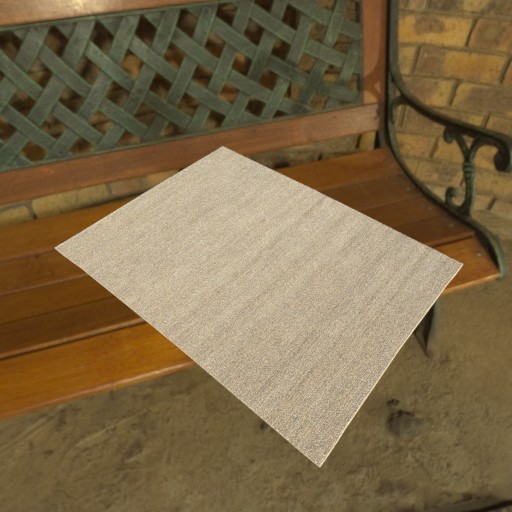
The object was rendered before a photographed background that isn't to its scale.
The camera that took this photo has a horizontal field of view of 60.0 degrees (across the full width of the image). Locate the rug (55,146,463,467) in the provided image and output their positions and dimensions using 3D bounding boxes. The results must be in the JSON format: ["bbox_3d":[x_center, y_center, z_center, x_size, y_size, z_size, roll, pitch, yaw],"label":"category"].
[{"bbox_3d":[0.000,0.000,4.901,3.626,0.051,2.757,32,54,27],"label":"rug"}]
